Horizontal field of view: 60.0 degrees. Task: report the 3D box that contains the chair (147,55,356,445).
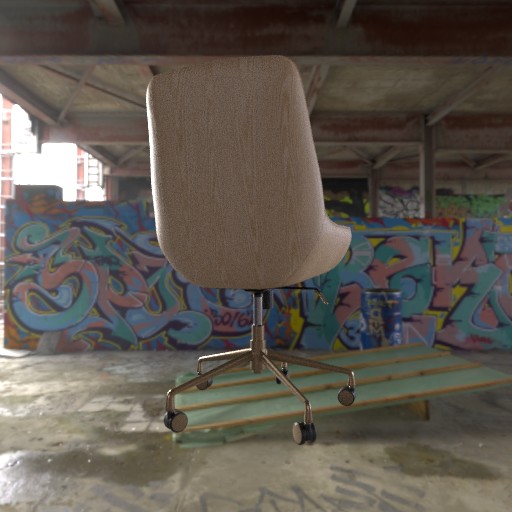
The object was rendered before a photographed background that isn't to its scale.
[{"bbox_3d":[0.000,0.000,1.368,0.564,0.952,0.668,0,-1,19],"label":"chair"}]
